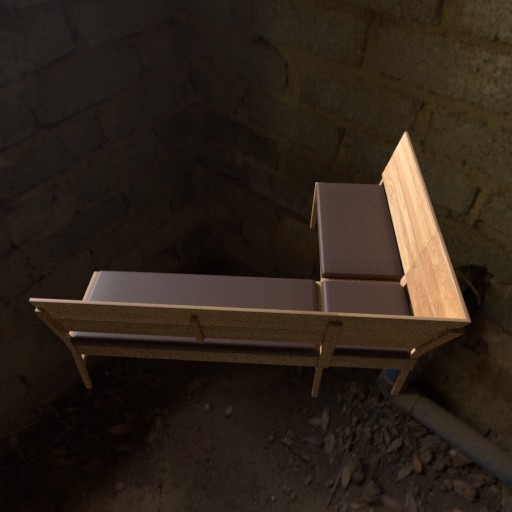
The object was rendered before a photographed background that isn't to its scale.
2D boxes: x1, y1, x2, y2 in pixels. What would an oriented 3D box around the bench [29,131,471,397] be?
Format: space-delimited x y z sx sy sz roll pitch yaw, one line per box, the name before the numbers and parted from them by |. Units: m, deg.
bench | 0.000 0.000 2.788 1.975 0.890 1.549 2 47 2
